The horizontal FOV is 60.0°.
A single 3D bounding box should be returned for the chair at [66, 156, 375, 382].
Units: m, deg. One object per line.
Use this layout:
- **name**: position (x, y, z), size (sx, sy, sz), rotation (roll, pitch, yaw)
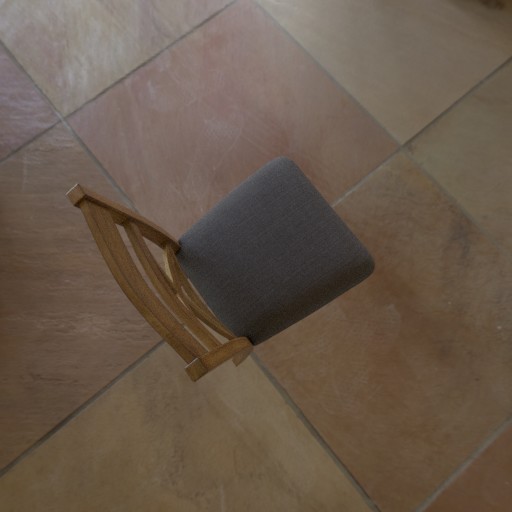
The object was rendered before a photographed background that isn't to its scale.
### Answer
- **chair**: position (0.000, 0.000, 1.253), size (0.581, 0.949, 0.470), rotation (-36, 79, -8)
